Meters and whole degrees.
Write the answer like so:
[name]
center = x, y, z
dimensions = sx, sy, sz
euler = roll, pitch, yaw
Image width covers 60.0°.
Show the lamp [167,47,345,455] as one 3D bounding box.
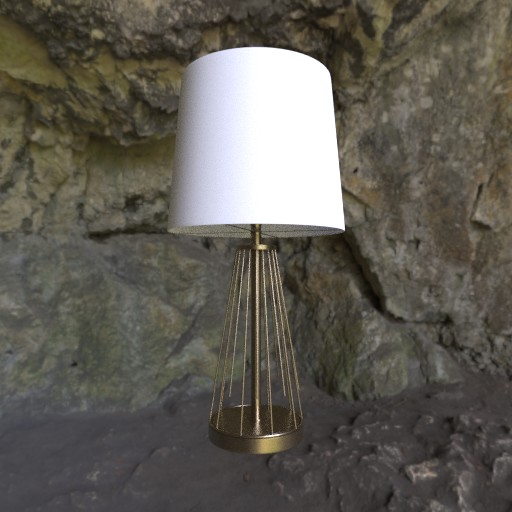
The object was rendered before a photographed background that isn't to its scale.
[lamp]
center = 0.000, 0.000, 0.771
dimensions = 0.303, 0.618, 0.303
euler = 0, -1, 0
